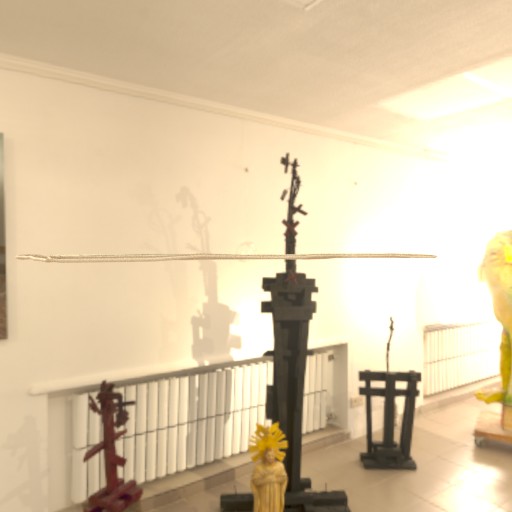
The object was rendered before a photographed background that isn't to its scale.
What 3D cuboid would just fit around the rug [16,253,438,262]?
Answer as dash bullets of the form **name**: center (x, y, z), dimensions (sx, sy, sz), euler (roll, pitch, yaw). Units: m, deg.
- **rug**: center (0.000, 0.000, 2.579), dimensions (2.381, 0.036, 0.831), euler (0, 1, -36)
